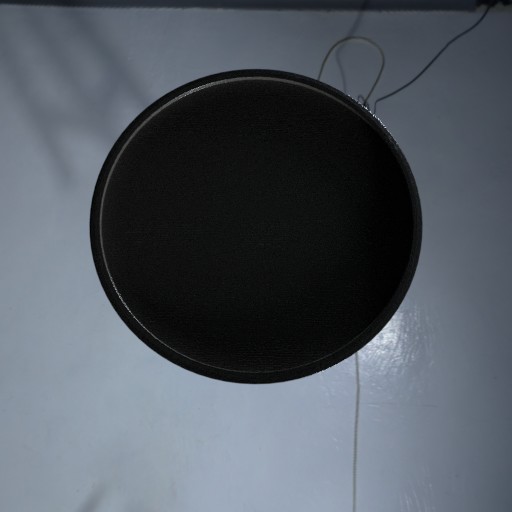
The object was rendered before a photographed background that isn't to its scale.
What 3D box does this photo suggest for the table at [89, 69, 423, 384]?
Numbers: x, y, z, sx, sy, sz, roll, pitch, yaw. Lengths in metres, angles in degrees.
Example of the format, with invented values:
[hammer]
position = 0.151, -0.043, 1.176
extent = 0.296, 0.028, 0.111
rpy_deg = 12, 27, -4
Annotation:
[table]
position = 0.000, 0.000, 0.924
extent = 0.500, 0.531, 0.500
rpy_deg = 0, 75, 0
